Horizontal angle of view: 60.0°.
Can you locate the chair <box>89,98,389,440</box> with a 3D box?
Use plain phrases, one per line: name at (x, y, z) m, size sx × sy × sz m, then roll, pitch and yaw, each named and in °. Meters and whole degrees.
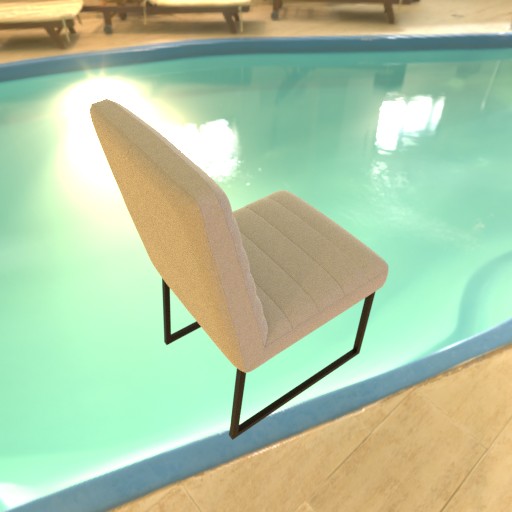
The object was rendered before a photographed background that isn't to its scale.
chair at (0.000, 0.000, 1.317) m, size 0.634 × 0.930 × 0.520 m, roll -26°, pitch 48°, yaw -26°
